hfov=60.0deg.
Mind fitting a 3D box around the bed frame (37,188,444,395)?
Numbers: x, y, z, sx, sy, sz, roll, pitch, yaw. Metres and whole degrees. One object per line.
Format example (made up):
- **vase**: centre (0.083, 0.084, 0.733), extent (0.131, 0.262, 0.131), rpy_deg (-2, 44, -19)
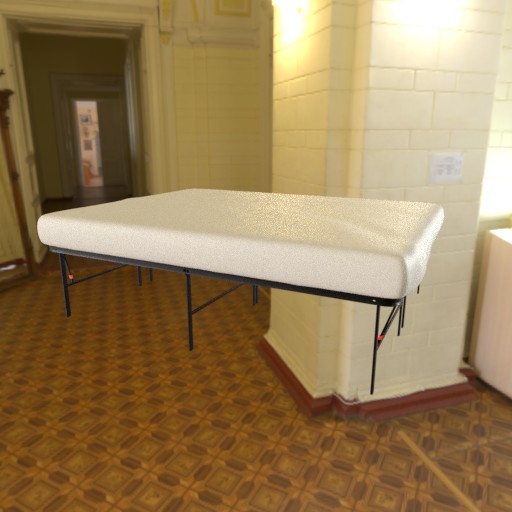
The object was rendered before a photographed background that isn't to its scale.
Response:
- **bed frame**: centre (0.000, 0.000, 2.855), extent (2.151, 0.667, 1.584), rpy_deg (8, 17, 26)
